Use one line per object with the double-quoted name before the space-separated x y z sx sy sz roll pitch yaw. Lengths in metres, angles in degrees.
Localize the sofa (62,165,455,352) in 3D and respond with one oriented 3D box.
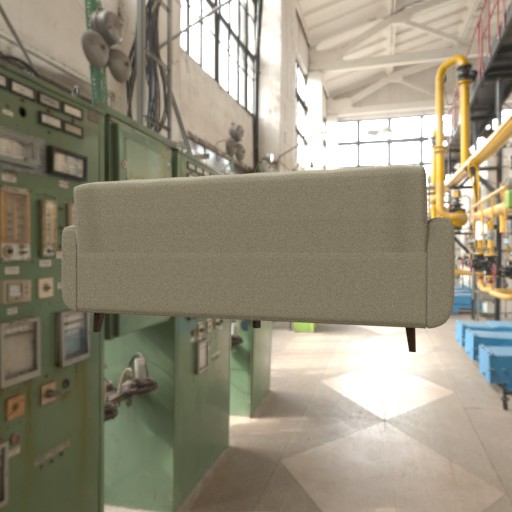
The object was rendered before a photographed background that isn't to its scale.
"sofa" 0.000 0.000 2.713 2.137 0.892 0.980 0 0 17
